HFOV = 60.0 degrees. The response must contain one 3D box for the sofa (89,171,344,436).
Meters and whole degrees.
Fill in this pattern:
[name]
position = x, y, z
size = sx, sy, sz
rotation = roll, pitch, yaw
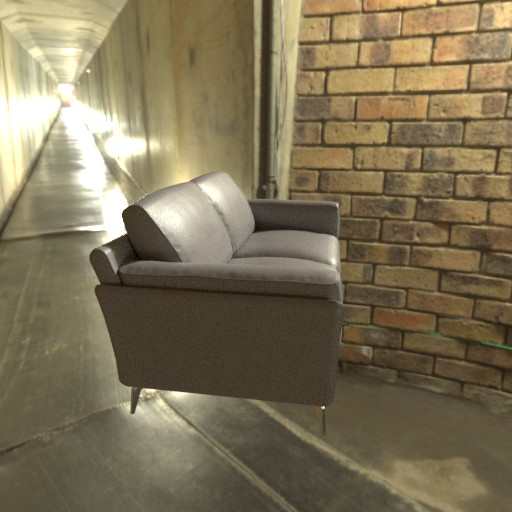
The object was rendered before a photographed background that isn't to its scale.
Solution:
[sofa]
position = 0.000, 0.000, 2.742
size = 1.049, 0.930, 2.101
rotation = 3, 16, 10
